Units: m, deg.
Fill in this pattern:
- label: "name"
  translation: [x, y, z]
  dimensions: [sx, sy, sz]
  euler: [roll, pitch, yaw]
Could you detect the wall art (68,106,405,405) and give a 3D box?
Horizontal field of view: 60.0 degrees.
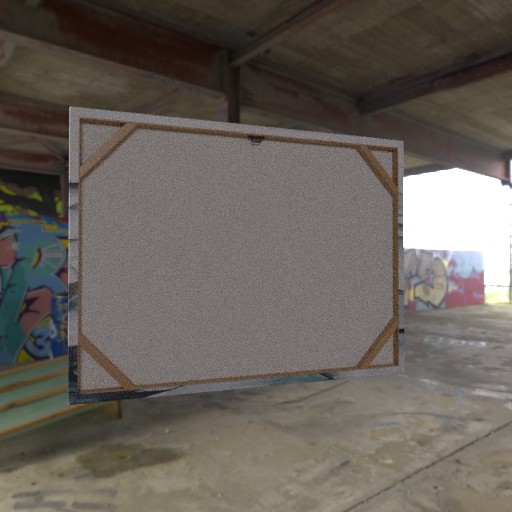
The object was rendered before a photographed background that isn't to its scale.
- label: "wall art"
  translation: [0.000, 0.000, 1.566]
  dimensions: [1.219, 0.915, 0.039]
  euler: [0, -1, -19]
